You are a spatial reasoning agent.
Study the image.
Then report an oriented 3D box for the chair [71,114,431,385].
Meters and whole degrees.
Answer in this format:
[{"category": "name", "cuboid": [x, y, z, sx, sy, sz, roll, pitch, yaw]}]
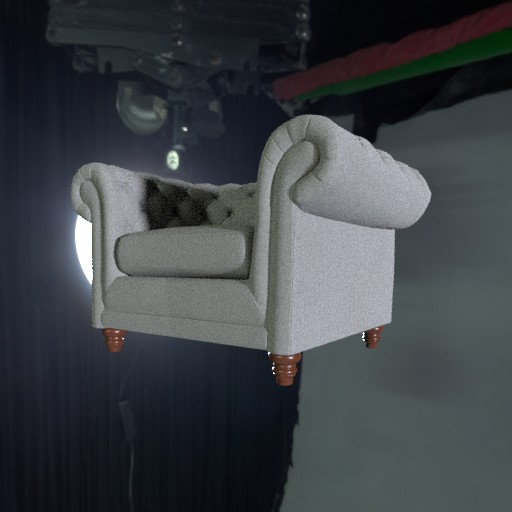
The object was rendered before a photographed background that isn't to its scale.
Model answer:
[{"category": "chair", "cuboid": [0.000, 0.000, 1.885, 1.270, 0.770, 0.976, -1, -1, 36]}]
